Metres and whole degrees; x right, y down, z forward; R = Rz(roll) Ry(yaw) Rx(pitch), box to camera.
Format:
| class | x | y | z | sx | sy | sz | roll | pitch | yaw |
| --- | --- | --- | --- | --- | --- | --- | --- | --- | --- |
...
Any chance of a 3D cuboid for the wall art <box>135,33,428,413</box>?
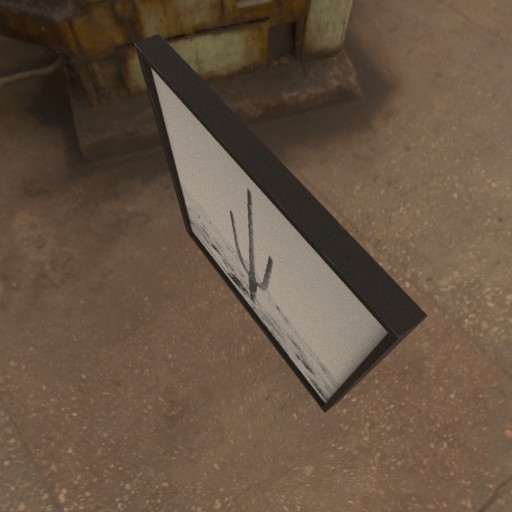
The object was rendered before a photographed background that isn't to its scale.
| class | x | y | z | sx | sy | sz | roll | pitch | yaw |
| --- | --- | --- | --- | --- | --- | --- | --- | --- | --- |
| wall art | 0.000 | 0.000 | 0.740 | 0.038 | 0.508 | 0.508 | -33 | 68 | -16 |
